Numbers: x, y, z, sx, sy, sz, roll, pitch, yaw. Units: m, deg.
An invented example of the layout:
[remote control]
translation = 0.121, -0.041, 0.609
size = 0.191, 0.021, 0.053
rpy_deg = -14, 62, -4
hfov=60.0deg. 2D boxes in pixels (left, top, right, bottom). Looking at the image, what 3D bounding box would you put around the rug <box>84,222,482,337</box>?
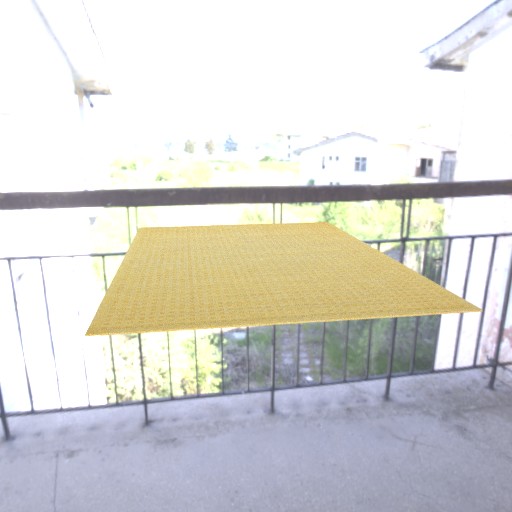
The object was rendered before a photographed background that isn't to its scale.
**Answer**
[rug]
translation = 0.000, 0.000, 4.257
size = 2.486, 0.015, 3.242
rpy_deg = -2, 15, -9
